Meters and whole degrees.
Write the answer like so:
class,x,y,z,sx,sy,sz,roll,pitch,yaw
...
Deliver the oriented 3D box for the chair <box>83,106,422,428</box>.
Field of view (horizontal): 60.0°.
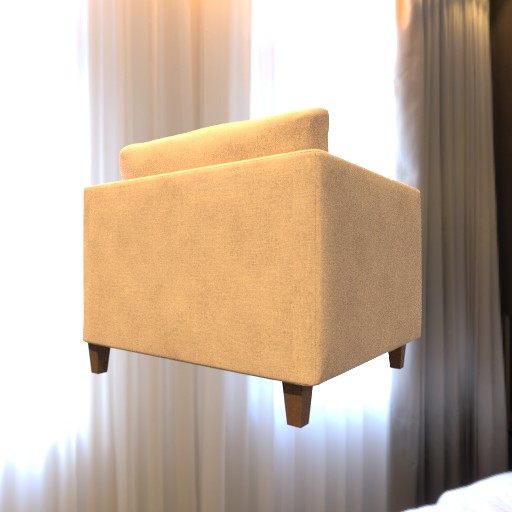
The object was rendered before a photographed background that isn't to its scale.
class,x,y,z,sx,sy,sz,roll,pitch,yaw
chair,0.000,0.000,1.867,1.133,0.961,0.959,0,0,37
